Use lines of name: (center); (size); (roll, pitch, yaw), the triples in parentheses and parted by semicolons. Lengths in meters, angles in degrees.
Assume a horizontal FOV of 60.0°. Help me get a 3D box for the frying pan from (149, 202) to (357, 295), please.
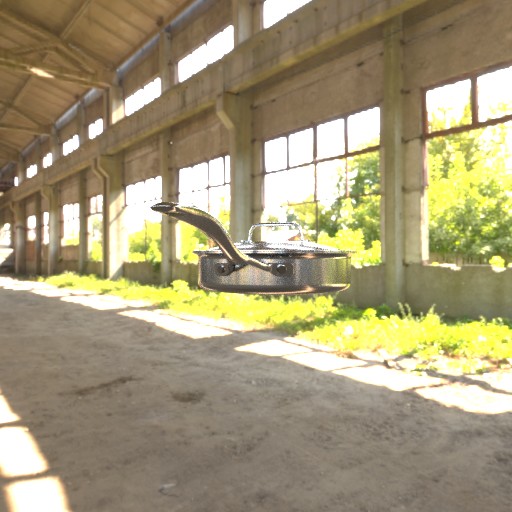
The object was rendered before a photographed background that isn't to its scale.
frying pan: (0.000, 0.000, 0.665); (0.280, 0.114, 0.561); (0, 0, 18)
